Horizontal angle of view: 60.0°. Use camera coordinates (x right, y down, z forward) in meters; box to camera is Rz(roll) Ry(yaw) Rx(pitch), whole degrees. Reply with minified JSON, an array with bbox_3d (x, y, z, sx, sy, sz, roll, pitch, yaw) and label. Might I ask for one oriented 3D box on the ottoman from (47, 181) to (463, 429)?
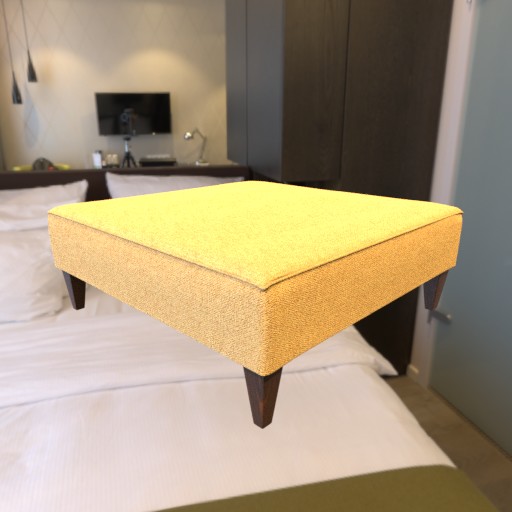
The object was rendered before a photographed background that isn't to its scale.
[{"bbox_3d":[0.000,0.000,1.485,0.981,0.378,0.970,16,23,42],"label":"ottoman"}]
